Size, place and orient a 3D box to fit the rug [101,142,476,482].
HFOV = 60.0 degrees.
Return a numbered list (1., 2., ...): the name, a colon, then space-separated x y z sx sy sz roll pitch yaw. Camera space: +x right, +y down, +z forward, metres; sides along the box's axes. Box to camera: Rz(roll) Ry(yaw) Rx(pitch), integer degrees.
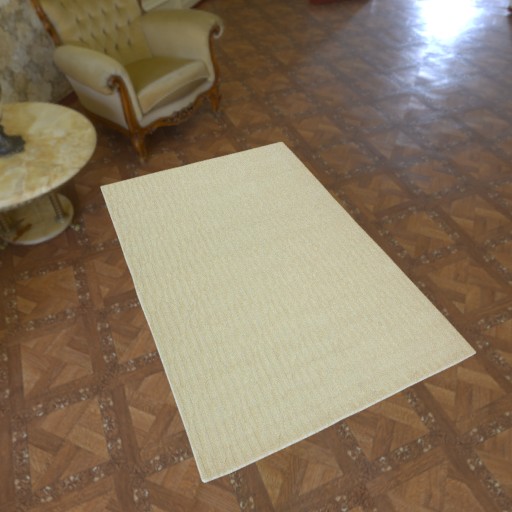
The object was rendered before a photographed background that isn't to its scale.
1. rug: 0.000 0.000 2.280 1.238 0.014 1.848 -18 48 -17
